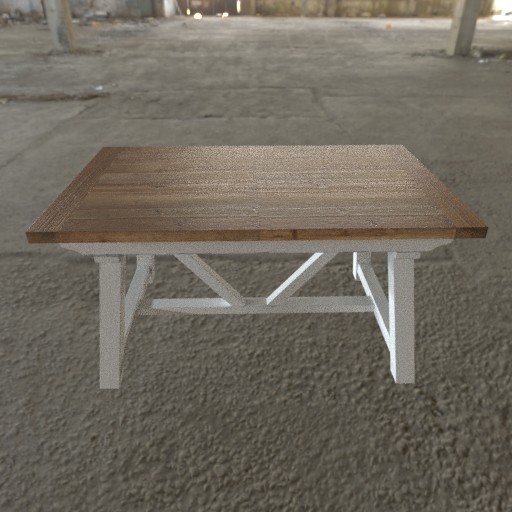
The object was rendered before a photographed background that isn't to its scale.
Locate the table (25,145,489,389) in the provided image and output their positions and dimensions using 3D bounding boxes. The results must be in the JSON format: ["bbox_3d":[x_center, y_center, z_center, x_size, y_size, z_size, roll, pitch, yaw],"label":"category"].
[{"bbox_3d":[0.000,0.000,2.022,1.503,0.743,0.922,-1,31,-1],"label":"table"}]
